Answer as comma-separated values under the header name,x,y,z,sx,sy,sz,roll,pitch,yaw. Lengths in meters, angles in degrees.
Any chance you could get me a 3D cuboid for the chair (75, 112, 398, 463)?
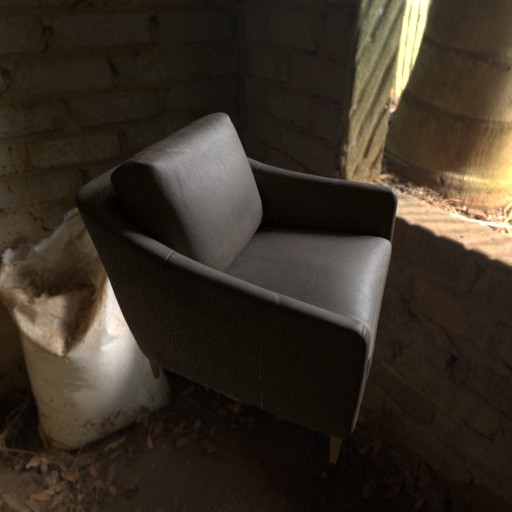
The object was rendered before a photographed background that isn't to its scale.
name,x,y,z,sx,sy,sz,roll,pitch,yaw
chair,0.000,0.000,1.676,0.961,0.901,0.988,10,33,17
